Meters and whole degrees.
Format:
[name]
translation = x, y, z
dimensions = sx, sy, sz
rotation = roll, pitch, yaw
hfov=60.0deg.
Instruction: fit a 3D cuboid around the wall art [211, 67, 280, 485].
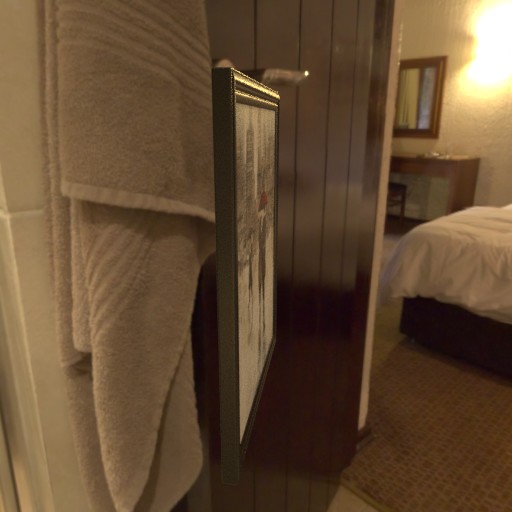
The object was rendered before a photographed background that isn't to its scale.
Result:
[wall art]
translation = 0.000, 0.000, 1.647
dimensions = 0.053, 1.194, 0.950
rotation = 3, 17, 9
